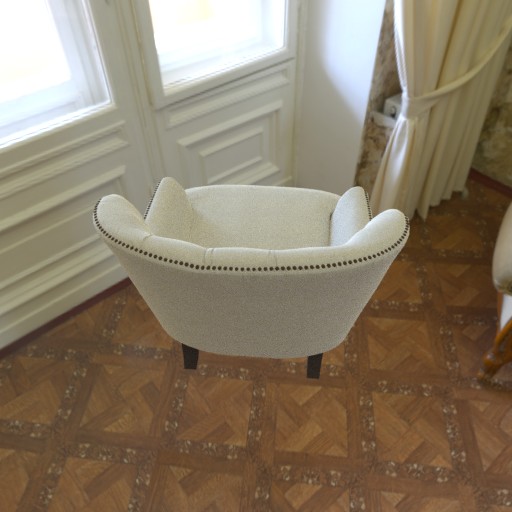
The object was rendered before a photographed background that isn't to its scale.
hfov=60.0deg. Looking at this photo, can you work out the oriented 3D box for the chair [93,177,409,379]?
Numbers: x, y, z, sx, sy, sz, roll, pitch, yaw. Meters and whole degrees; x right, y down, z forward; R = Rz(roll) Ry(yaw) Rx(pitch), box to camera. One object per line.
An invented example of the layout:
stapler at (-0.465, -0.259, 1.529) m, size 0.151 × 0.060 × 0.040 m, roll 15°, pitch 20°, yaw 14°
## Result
chair at (0.000, 0.000, 1.606) m, size 0.848 × 0.868 × 0.906 m, roll 3°, pitch 46°, yaw 3°
